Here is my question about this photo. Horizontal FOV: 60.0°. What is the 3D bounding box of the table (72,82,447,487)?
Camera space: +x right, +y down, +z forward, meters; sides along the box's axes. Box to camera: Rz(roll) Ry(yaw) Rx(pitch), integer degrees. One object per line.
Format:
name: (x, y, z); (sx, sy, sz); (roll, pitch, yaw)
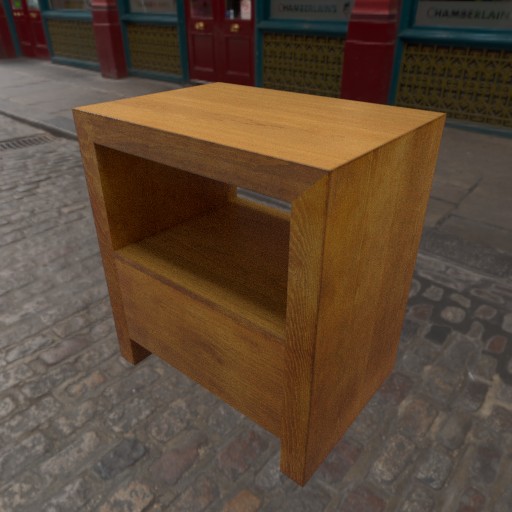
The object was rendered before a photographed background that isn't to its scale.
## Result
table: (0.000, 0.000, 0.949); (0.550, 0.605, 0.400); (22, 37, 33)
